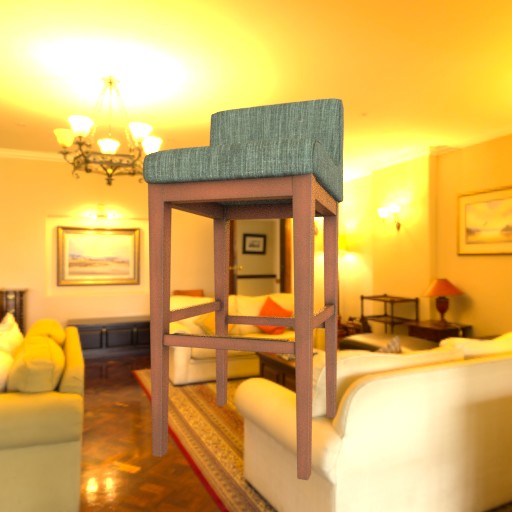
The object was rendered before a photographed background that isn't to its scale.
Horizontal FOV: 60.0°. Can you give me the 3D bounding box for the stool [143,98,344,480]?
[{"bbox_3d":[0.000,0.000,1.219,0.426,0.965,0.499,0,0,18],"label":"stool"}]
